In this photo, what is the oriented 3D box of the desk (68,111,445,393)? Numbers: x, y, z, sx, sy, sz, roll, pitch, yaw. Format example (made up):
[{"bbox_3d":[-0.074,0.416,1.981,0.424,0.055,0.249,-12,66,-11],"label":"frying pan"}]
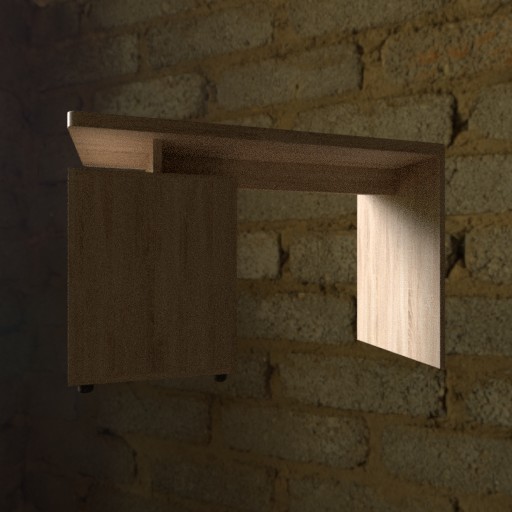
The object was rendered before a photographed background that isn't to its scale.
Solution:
[{"bbox_3d":[0.000,0.000,1.591,1.200,0.760,0.550,0,0,-17],"label":"desk"}]
